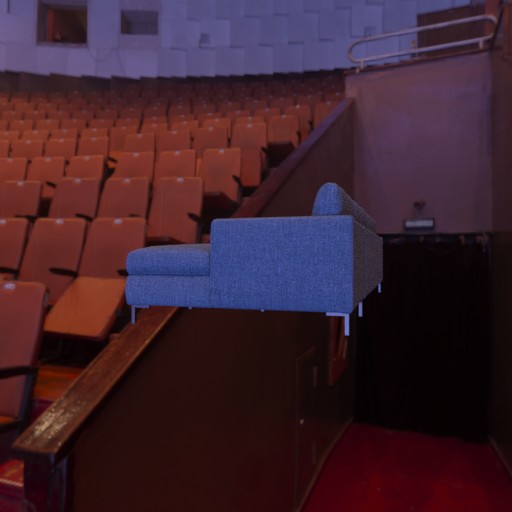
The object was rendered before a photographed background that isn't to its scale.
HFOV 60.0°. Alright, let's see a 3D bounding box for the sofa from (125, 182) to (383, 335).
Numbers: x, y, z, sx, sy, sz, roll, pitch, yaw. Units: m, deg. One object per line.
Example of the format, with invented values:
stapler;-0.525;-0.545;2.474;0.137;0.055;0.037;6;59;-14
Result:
sofa;0.000;0.000;3.642;1.879;0.753;2.737;0;0;19
